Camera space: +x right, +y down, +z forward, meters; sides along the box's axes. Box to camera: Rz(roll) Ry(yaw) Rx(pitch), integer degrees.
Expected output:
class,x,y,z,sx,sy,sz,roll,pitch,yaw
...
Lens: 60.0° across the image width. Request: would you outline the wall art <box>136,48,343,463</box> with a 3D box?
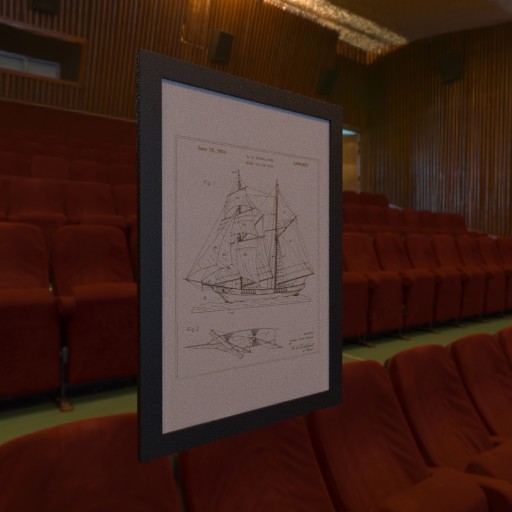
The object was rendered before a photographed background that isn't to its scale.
class,x,y,z,sx,sy,sz,roll,pitch,yaw
wall art,0.000,0.000,0.689,0.381,0.534,0.013,0,1,-37
